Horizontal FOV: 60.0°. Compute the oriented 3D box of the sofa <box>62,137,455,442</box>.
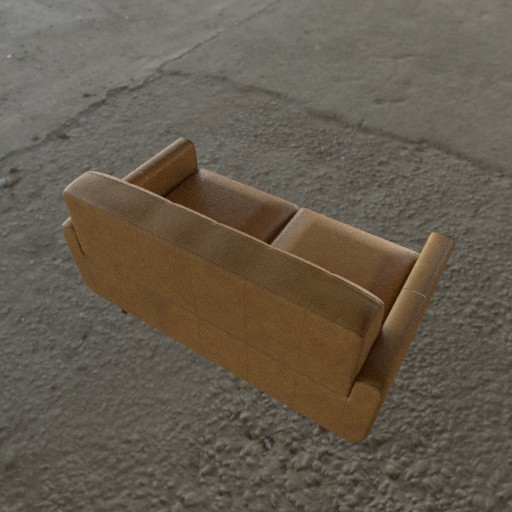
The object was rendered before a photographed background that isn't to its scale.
[{"bbox_3d":[0.000,0.000,2.224,1.651,0.925,0.952,25,51,21],"label":"sofa"}]
